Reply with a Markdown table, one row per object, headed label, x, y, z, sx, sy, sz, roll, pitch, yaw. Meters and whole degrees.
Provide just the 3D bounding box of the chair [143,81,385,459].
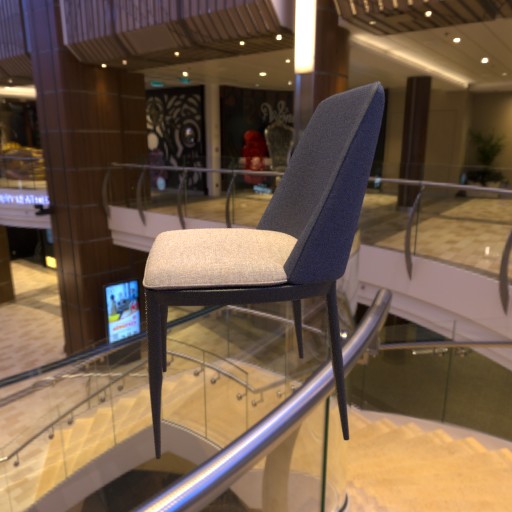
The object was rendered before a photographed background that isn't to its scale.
| label | x | y | z | sx | sy | sz | roll | pitch | yaw |
| --- | --- | --- | --- | --- | --- | --- | --- | --- | --- |
| chair | 0.000 | 0.000 | 1.156 | 0.551 | 0.839 | 0.480 | -2 | 15 | -9 |
